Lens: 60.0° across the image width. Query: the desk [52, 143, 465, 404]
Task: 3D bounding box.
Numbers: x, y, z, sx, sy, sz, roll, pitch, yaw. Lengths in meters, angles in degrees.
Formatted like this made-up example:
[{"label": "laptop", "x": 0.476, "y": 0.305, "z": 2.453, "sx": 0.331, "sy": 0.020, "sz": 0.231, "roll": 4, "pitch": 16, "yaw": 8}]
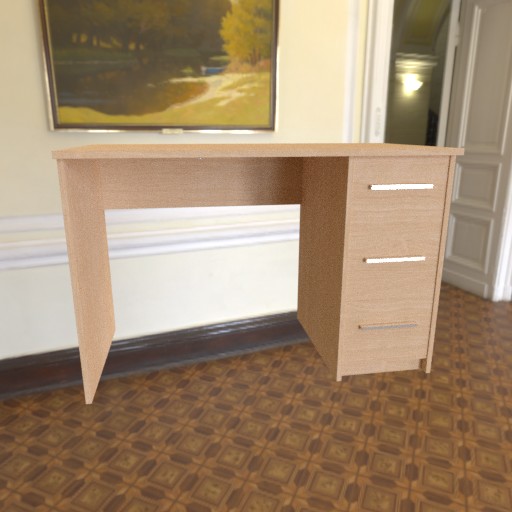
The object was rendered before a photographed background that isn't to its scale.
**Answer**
[{"label": "desk", "x": 0.000, "y": 0.000, "z": 1.526, "sx": 1.097, "sy": 0.735, "sz": 0.560, "roll": -3, "pitch": 16, "yaw": -9}]
